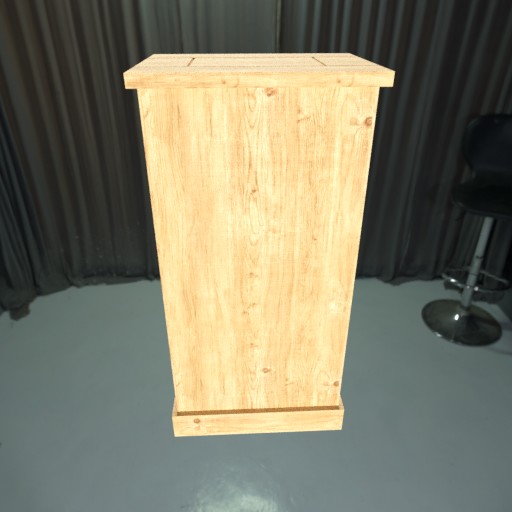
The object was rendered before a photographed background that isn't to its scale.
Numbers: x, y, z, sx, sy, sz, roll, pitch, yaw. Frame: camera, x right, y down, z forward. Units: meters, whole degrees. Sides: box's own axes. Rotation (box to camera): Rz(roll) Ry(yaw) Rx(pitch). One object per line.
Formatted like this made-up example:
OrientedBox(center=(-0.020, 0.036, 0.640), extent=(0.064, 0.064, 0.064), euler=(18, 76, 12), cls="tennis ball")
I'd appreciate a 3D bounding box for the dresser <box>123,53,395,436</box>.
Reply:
OrientedBox(center=(0.000, 0.000, 1.289), extent=(0.531, 1.041, 0.390), euler=(-1, 29, -2), cls="dresser")
